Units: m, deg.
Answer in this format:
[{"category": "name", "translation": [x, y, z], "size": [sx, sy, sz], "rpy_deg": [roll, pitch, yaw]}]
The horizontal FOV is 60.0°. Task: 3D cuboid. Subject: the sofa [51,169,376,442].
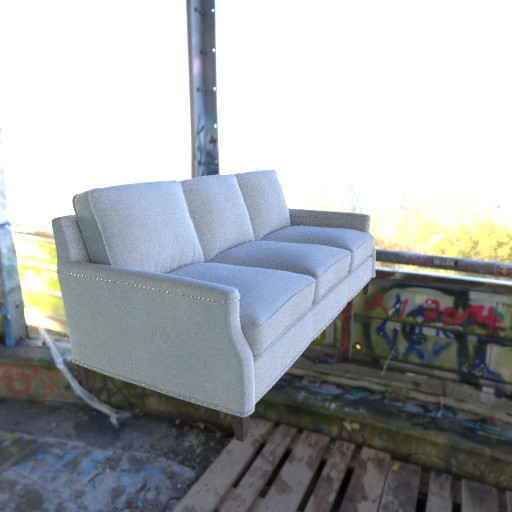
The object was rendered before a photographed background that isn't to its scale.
[{"category": "sofa", "translation": [0.000, 0.000, 2.849], "size": [1.084, 1.003, 2.246], "rpy_deg": [7, 16, 27]}]
